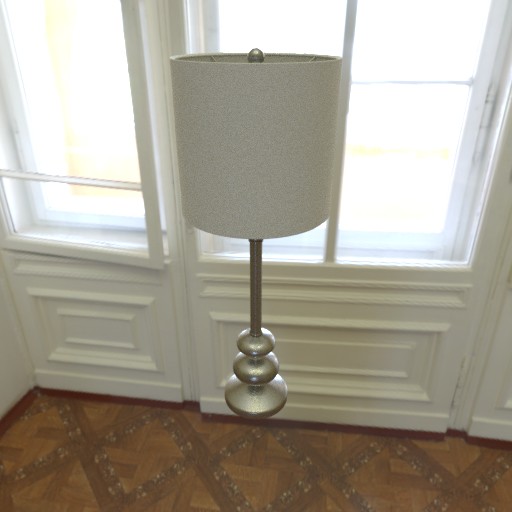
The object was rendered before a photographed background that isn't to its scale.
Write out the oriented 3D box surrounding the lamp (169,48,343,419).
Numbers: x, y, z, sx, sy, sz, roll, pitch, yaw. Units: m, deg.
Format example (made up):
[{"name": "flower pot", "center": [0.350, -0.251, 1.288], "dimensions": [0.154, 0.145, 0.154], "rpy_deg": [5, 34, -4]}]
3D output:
[{"name": "lamp", "center": [0.000, 0.000, 0.811], "dimensions": [0.254, 0.690, 0.254], "rpy_deg": [-20, 33, -33]}]
